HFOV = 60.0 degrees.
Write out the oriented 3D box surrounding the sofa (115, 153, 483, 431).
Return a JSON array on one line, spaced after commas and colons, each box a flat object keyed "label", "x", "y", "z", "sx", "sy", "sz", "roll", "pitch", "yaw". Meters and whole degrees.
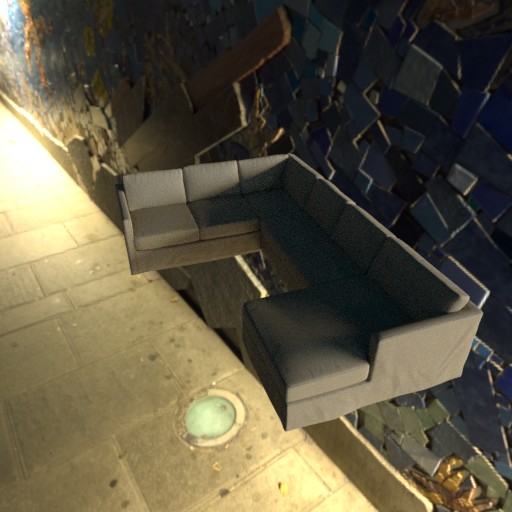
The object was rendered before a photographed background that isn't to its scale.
[{"label": "sofa", "x": 0.000, "y": 0.000, "z": 4.464, "sx": 2.427, "sy": 0.882, "sz": 3.460, "roll": -11, "pitch": 34, "yaw": -16}]
